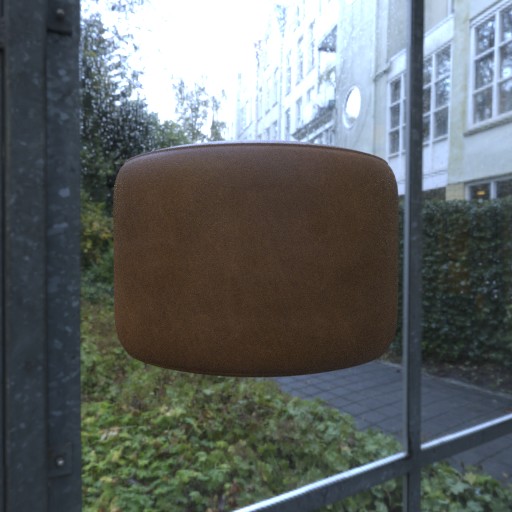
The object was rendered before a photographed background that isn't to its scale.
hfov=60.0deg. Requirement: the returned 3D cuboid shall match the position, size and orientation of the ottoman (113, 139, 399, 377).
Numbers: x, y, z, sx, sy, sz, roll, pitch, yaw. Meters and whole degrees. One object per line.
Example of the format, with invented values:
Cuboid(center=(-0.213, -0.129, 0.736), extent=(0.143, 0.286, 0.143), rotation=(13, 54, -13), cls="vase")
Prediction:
Cuboid(center=(0.000, 0.000, 0.994), extent=(0.607, 0.438, 0.607), rotation=(0, 1, 0), cls="ottoman")
